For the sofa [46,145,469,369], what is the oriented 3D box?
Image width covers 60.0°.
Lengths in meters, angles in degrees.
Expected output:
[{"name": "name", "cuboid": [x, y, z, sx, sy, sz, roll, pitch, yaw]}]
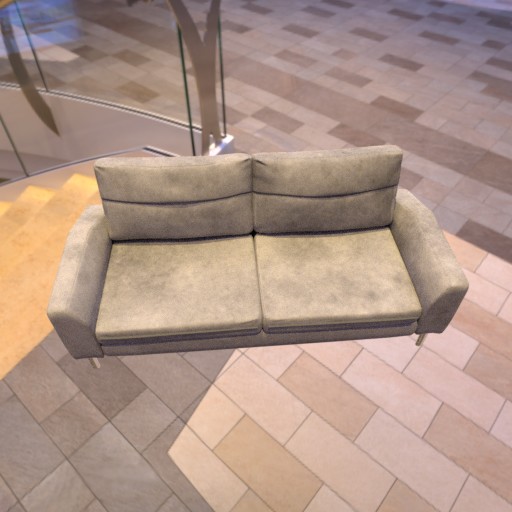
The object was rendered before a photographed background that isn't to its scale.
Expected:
[{"name": "sofa", "cuboid": [0.000, 0.000, 2.290, 1.837, 0.859, 0.849, -3, 47, -3]}]
